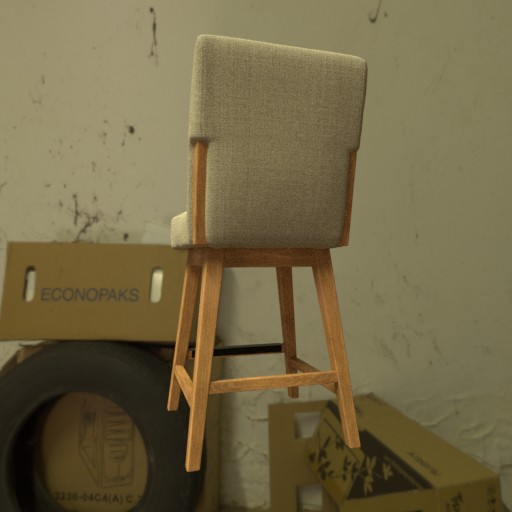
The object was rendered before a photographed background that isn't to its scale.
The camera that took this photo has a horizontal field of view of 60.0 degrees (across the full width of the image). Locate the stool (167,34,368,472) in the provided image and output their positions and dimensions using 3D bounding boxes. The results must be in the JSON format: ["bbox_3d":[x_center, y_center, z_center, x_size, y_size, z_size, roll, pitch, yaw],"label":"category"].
[{"bbox_3d":[0.000,0.000,1.291,0.459,1.010,0.526,0,0,-17],"label":"stool"}]
